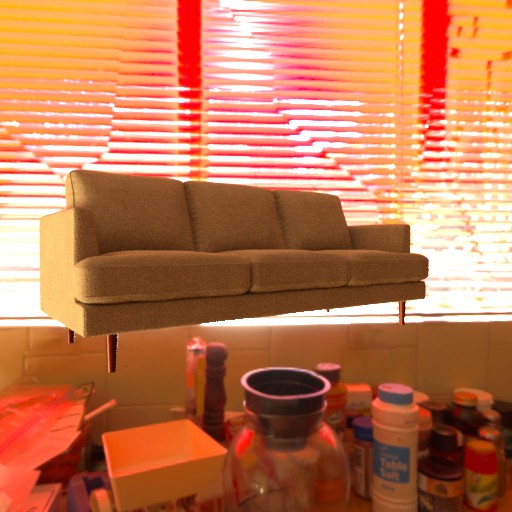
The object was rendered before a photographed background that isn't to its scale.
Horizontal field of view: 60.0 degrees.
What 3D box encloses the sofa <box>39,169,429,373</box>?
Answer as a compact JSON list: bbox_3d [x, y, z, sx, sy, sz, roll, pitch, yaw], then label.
[{"bbox_3d":[0.000,0.000,2.656,2.246,0.930,0.903,-1,1,-36],"label":"sofa"}]
